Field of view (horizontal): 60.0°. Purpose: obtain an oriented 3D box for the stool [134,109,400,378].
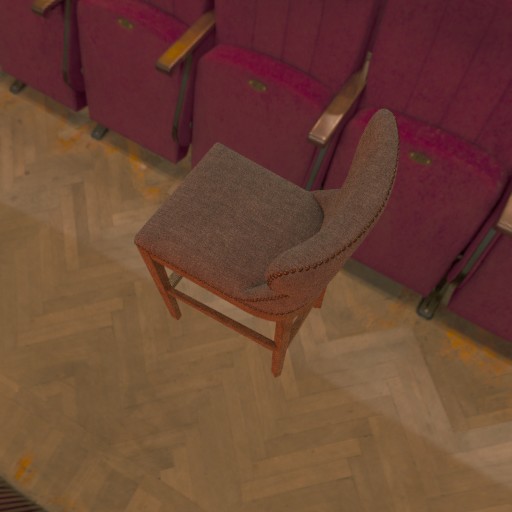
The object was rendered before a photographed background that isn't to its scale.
[{"bbox_3d":[0.000,0.000,1.441,0.606,1.123,0.494,30,67,14],"label":"stool"}]
